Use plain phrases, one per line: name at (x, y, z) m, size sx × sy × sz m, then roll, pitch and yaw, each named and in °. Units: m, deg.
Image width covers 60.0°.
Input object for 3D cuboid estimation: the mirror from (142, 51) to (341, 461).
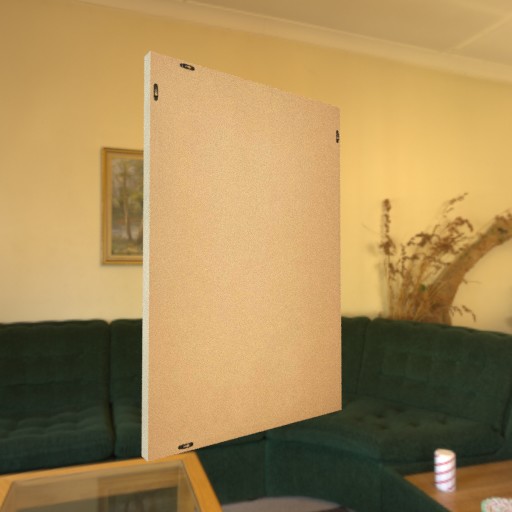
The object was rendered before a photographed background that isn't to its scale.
mirror at (0.000, 0.000, 1.177) m, size 0.609 × 0.915 × 0.041 m, roll 1°, pitch -2°, yaw -36°
